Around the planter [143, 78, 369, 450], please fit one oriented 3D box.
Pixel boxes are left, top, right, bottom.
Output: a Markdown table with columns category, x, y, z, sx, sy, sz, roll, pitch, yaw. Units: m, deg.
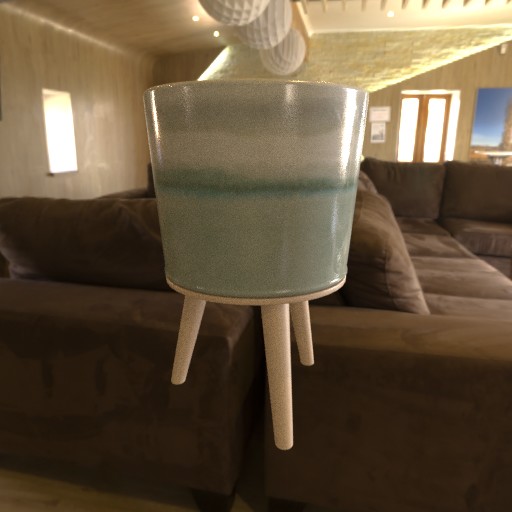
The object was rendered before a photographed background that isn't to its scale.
| category | x | y | z | sx | sy | sz | roll | pitch | yaw |
| --- | --- | --- | --- | --- | --- | --- | --- | --- | --- |
| planter | 0.000 | 0.000 | 0.583 | 0.265 | 0.404 | 0.265 | 7 | 16 | 26 |
